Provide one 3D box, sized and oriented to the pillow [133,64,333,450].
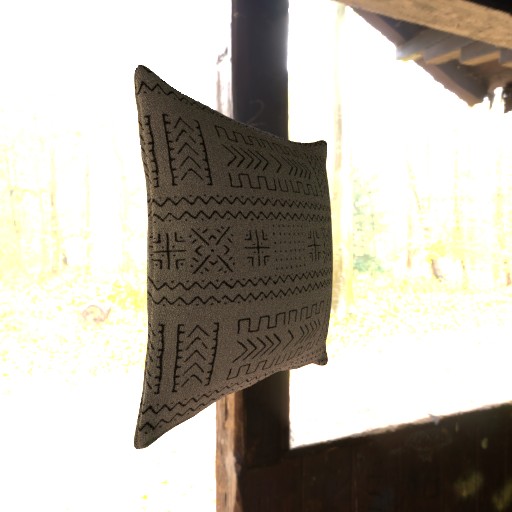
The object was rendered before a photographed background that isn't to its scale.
[{"bbox_3d":[0.000,0.000,0.661,0.164,0.430,0.438,1,1,37],"label":"pillow"}]
